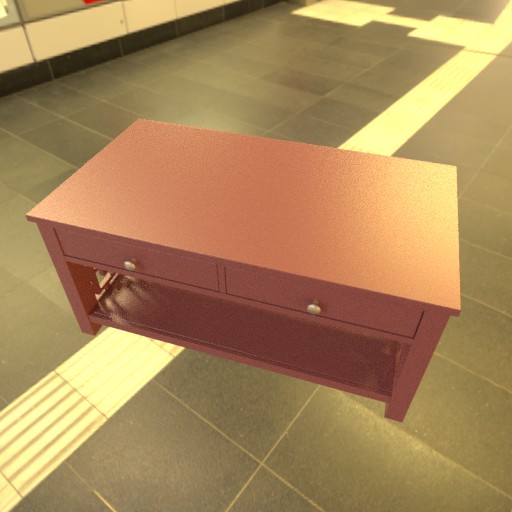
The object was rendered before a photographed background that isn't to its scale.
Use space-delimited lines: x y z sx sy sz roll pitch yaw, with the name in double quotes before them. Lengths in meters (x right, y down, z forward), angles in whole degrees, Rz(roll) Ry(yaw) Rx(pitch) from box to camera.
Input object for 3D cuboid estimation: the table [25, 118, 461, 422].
"table" 0.000 0.000 1.398 1.068 0.493 0.612 12 43 13
